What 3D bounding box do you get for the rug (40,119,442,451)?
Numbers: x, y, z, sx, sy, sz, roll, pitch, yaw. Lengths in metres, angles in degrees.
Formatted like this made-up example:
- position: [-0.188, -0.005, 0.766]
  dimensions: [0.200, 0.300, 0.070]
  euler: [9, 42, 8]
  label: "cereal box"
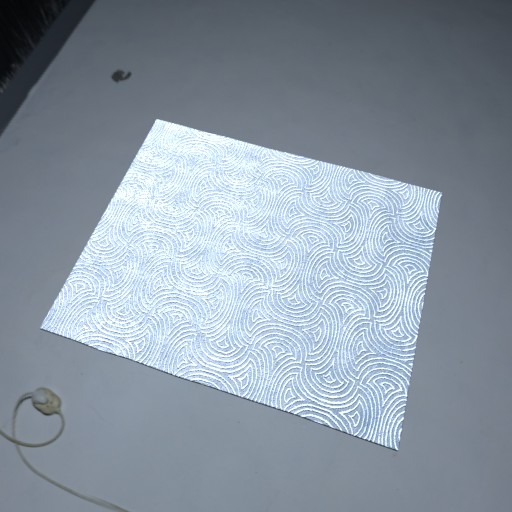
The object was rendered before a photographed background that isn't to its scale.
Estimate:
- position: [0.000, 0.000, 4.039]
  dimensions: [3.042, 0.021, 2.456]
  euler: [16, 65, 8]
  label: "rug"
